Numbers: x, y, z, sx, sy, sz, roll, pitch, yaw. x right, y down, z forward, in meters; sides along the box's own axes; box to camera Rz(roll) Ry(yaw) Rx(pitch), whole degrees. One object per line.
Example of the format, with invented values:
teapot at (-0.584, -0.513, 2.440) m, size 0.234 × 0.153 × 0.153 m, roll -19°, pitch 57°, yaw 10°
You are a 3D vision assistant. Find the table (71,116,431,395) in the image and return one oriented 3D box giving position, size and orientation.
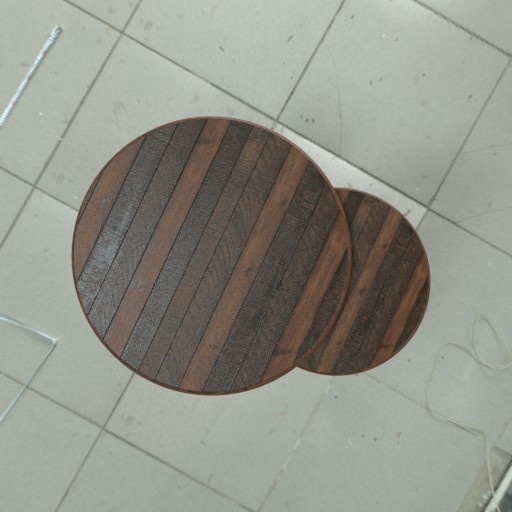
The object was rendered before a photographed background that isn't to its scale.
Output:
table at (0.000, 0.000, 1.631) m, size 1.152 × 0.516 × 0.870 m, roll 0°, pitch 90°, yaw -1°
